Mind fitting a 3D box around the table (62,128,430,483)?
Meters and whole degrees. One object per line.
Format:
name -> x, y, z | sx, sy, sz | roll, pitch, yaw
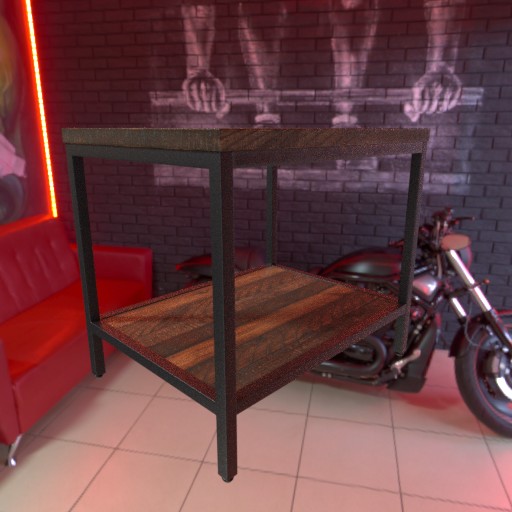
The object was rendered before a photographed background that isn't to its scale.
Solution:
table -> 0.000, 0.000, 1.105 | 0.524, 0.612, 0.678 | 15, 22, 42
